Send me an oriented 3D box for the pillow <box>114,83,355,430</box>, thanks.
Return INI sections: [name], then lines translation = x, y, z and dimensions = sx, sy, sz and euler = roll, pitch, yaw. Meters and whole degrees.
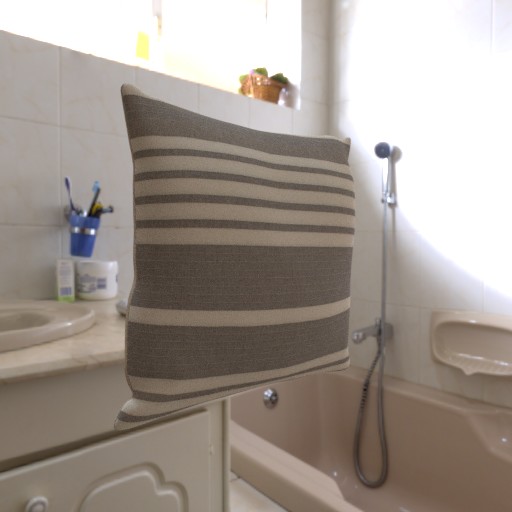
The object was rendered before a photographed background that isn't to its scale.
[pillow]
translation = 0.000, 0.000, 0.683
dimensions = 0.439, 0.440, 0.182
euler = -1, 2, -37
